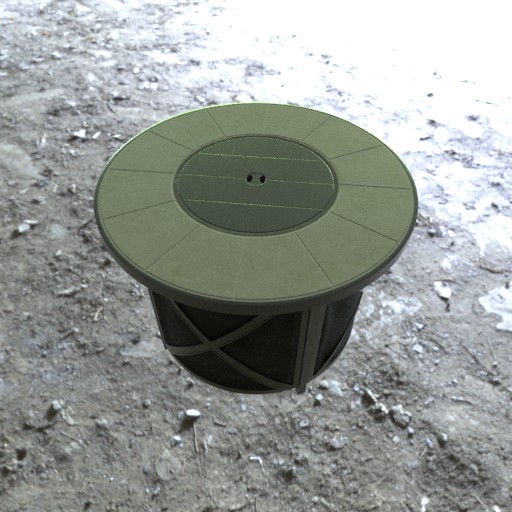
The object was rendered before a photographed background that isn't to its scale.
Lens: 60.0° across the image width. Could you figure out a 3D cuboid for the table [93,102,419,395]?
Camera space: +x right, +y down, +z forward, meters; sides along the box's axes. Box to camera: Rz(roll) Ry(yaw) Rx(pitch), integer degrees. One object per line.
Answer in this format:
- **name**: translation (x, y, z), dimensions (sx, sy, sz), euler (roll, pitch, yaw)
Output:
- **table**: translation (0.000, 0.000, 1.521), dimensions (0.914, 0.650, 0.914), euler (0, 47, 0)
